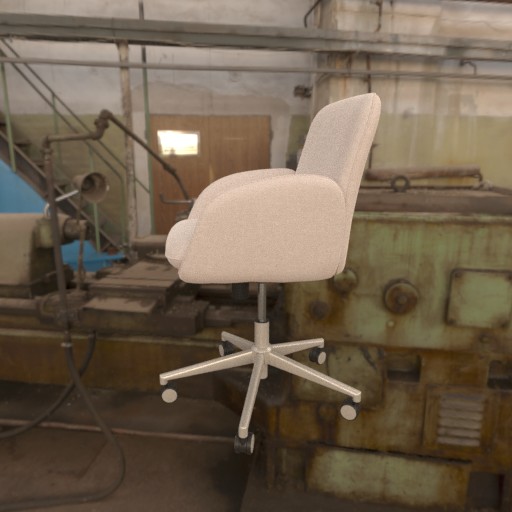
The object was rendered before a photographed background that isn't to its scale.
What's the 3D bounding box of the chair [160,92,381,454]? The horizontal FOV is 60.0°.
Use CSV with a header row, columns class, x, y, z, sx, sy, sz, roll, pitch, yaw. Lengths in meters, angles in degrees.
class,x,y,z,sx,sy,sz,roll,pitch,yaw
chair,0.000,0.000,1.394,0.633,0.959,0.648,-2,14,-8
